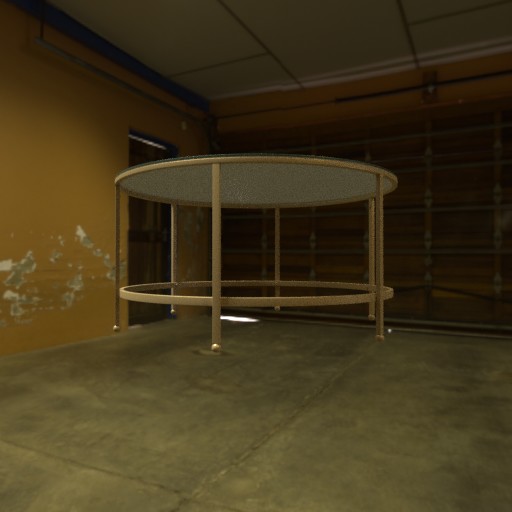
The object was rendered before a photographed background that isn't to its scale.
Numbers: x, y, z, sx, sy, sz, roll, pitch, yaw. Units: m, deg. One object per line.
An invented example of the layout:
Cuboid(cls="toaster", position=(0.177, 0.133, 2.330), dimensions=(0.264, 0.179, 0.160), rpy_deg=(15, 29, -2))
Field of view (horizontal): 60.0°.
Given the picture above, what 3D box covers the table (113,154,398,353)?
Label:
Cuboid(cls="table", position=(0.000, 0.000, 1.494), dimensions=(0.914, 0.470, 0.914), rpy_deg=(0, -1, 0))
